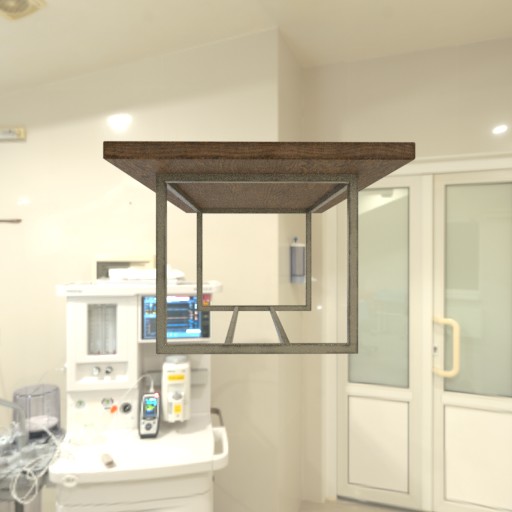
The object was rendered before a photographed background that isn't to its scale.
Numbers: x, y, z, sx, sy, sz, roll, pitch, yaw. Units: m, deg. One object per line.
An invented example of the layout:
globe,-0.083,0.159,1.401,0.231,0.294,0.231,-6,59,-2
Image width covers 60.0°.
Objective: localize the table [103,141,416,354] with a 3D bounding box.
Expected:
table,0.000,0.000,2.519,1.078,0.795,1.989,0,0,-1
